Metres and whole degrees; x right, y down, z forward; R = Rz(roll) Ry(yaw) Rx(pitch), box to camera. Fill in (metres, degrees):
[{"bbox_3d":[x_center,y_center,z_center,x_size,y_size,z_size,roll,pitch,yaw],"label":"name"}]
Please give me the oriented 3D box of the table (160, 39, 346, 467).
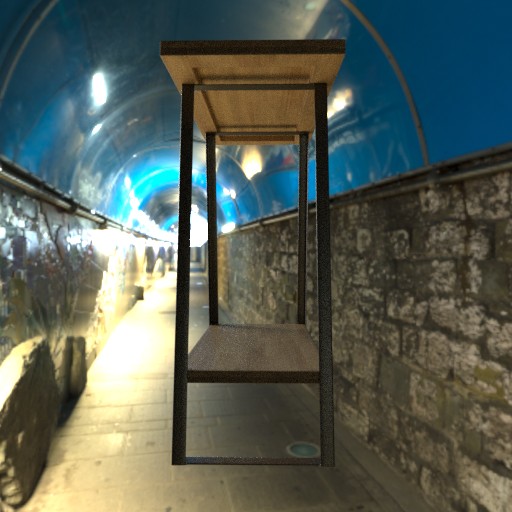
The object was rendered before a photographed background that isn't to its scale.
[{"bbox_3d":[0.000,0.000,1.015,0.300,0.701,0.599,0,0,1],"label":"table"}]
